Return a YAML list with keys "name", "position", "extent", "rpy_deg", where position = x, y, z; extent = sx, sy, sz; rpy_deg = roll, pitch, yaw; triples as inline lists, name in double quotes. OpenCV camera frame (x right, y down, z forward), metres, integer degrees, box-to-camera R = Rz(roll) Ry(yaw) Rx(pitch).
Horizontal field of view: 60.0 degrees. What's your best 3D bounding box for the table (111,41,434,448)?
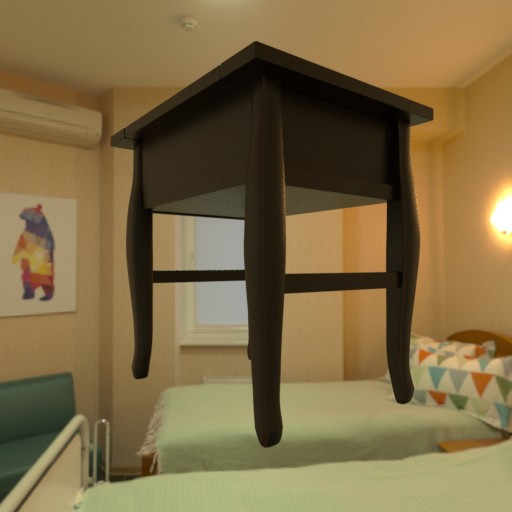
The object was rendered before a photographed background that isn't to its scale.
- name: "table"
  position: [0.000, 0.000, 1.004]
  extent: [0.460, 0.604, 0.602]
  rpy_deg: [1, -1, -37]
